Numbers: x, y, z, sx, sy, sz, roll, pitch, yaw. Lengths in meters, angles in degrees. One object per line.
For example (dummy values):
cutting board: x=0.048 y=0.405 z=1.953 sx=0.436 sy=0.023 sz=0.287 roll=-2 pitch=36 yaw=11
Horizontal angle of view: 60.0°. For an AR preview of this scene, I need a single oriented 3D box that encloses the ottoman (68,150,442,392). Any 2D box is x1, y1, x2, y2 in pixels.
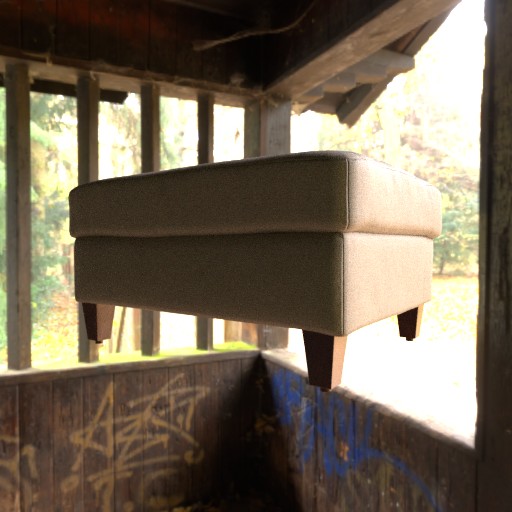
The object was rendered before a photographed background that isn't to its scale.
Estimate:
ottoman: x=0.000 y=0.000 z=1.311 sx=0.902 sy=0.511 sz=0.692 roll=1 pitch=2 yaw=35
